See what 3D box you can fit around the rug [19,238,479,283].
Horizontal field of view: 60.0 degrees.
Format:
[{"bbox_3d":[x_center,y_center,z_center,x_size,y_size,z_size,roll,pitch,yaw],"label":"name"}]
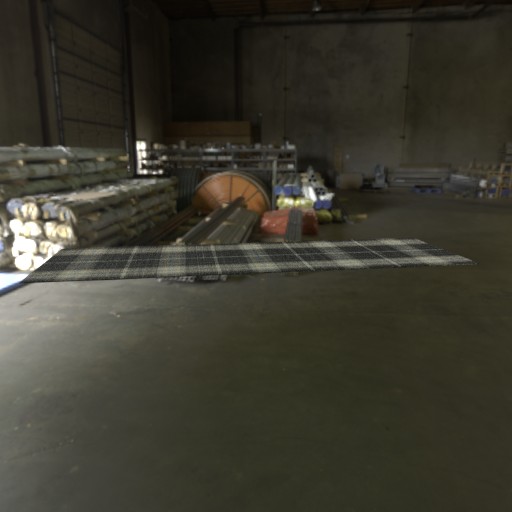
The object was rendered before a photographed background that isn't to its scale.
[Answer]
[{"bbox_3d":[0.000,0.000,2.679,2.434,0.012,0.760,-2,14,-9],"label":"rug"}]
